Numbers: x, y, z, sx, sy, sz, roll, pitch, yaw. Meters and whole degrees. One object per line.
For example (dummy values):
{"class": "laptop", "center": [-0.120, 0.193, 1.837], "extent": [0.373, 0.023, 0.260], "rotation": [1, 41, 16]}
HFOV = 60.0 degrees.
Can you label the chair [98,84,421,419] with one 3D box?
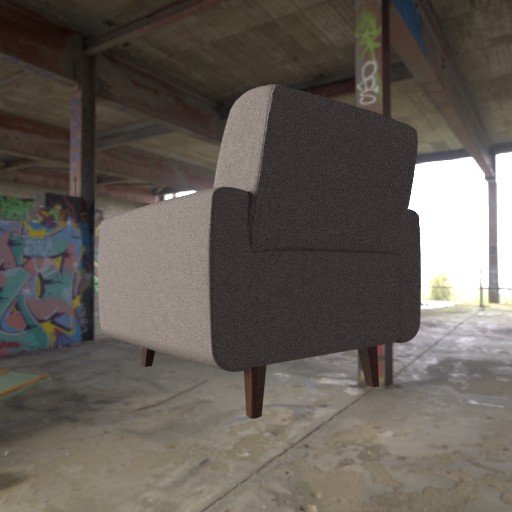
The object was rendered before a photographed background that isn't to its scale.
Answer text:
{"class": "chair", "center": [0.000, 0.000, 1.544], "extent": [0.831, 0.839, 0.907], "rotation": [1, -1, -37]}
